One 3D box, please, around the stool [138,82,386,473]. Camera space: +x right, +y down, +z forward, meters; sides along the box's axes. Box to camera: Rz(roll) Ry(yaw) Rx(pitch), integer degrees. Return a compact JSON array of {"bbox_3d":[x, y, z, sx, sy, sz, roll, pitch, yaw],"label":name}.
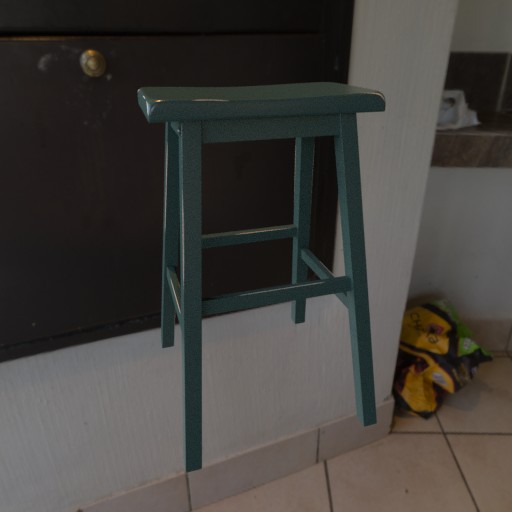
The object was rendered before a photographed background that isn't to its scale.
[{"bbox_3d":[0.000,0.000,1.042,0.457,0.737,0.476,-8,27,-15],"label":"stool"}]
